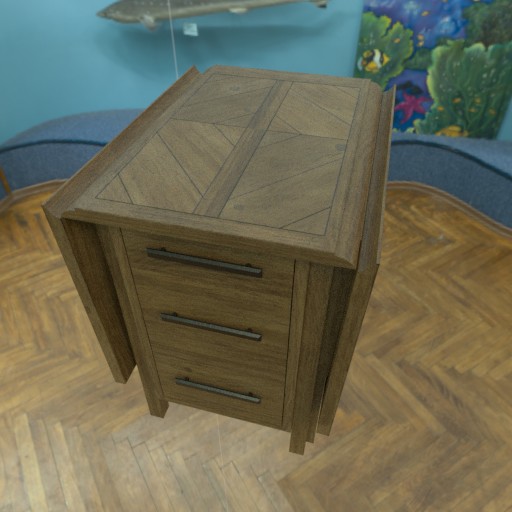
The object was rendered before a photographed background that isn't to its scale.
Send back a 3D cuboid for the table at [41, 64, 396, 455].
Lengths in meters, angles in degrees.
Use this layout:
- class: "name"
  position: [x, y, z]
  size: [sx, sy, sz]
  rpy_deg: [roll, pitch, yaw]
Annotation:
- class: "table"
  position: [0.000, 0.000, 1.247]
  size: [0.591, 0.763, 0.746]
  rpy_deg: [10, 43, 11]
